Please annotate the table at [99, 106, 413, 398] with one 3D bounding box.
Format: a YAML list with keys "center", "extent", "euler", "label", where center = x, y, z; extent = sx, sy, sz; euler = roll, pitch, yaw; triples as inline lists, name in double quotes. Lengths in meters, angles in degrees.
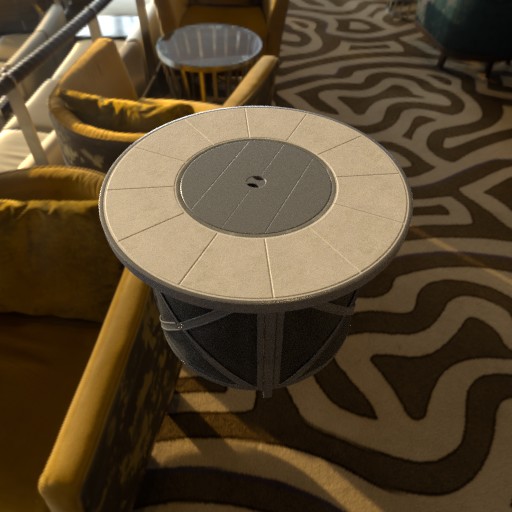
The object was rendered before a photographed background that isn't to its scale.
- center: [0.000, 0.000, 1.564]
  extent: [0.914, 0.650, 0.914]
  euler: [0, 47, 0]
  label: "table"
